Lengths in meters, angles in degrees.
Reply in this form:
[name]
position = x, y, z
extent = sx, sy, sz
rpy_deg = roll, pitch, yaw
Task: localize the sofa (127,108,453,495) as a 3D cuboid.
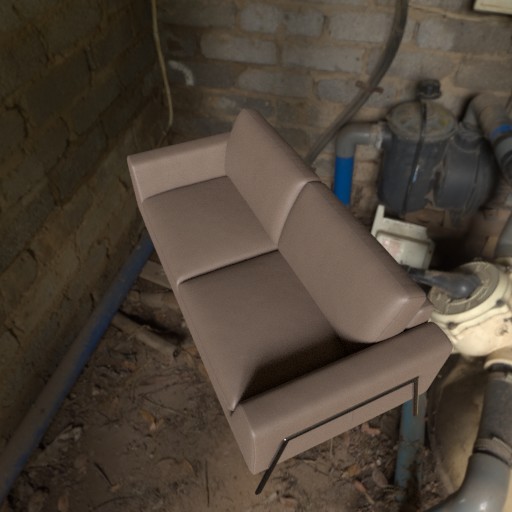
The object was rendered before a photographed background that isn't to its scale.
[sofa]
position = 0.000, 0.000, 2.490
extent = 0.953, 0.875, 2.017
rpy_deg = -18, 49, -17
